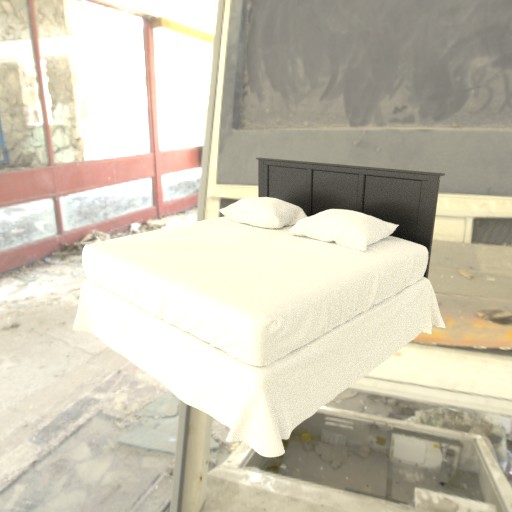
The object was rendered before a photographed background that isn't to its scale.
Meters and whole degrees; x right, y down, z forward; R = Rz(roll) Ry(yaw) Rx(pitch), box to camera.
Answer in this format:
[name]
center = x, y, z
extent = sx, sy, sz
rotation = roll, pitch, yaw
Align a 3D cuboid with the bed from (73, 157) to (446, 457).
[bed]
center = 0.000, 0.000, 3.517
extent = 2.315, 1.271, 2.219
rotation = 16, 24, 42
